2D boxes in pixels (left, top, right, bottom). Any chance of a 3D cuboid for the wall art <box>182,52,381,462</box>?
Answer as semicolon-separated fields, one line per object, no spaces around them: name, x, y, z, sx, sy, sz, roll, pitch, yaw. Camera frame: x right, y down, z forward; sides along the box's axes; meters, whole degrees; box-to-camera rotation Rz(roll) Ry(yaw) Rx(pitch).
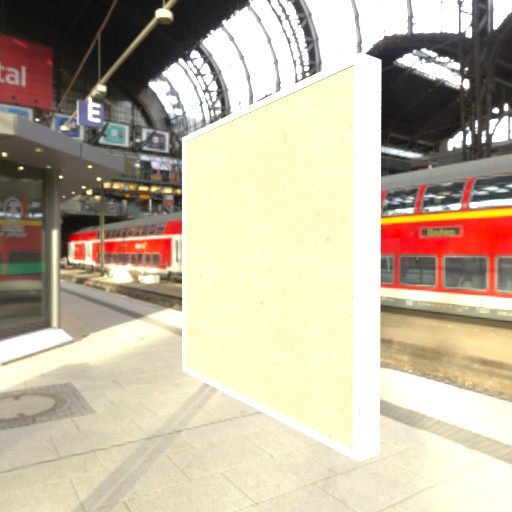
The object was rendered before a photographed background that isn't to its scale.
wall art;0.000;0.000;0.769;0.038;0.508;0.508;-1;1;-35
